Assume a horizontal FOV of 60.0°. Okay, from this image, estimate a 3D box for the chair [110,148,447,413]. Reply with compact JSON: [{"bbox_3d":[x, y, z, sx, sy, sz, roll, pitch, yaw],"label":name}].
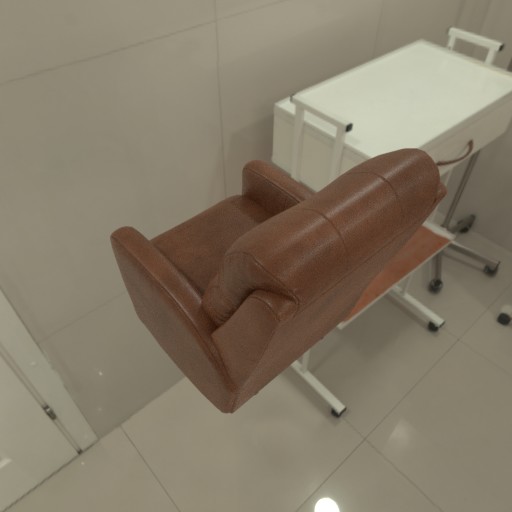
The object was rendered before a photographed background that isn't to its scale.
[{"bbox_3d":[0.000,0.000,1.681,0.787,1.016,0.939,-33,54,-28],"label":"chair"}]
